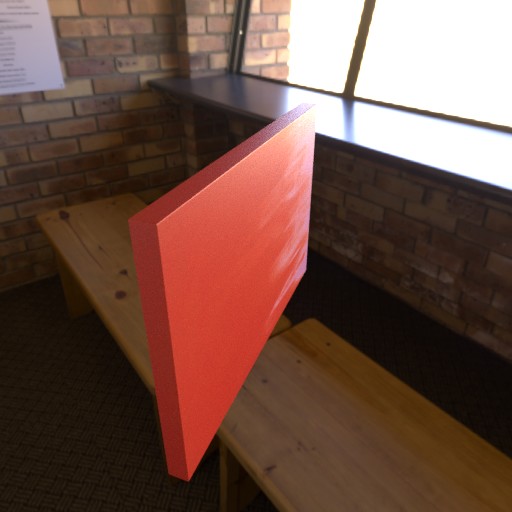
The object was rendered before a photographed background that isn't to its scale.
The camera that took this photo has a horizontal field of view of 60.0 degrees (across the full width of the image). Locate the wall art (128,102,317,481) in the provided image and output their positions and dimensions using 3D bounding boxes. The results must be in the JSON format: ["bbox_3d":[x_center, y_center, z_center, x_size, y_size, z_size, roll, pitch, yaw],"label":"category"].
[{"bbox_3d":[0.000,0.000,0.775,0.033,0.405,0.607,11,32,18],"label":"wall art"}]
